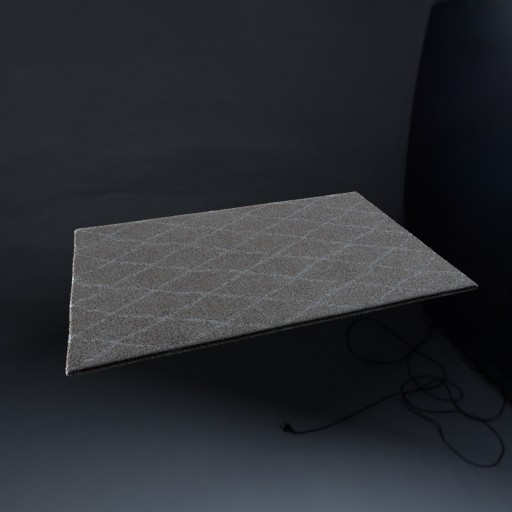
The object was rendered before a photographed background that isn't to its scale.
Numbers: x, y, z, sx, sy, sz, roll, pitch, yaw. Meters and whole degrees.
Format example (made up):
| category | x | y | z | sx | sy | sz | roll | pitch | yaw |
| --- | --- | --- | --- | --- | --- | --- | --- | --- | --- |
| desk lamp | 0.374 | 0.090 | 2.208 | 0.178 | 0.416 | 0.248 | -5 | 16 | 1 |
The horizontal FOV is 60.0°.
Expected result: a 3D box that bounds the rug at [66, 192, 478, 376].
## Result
| category | x | y | z | sx | sy | sz | roll | pitch | yaw |
| --- | --- | --- | --- | --- | --- | --- | --- | --- | --- |
| rug | 0.000 | 0.000 | 3.494 | 2.743 | 0.030 | 1.778 | -9 | 32 | -15 |
